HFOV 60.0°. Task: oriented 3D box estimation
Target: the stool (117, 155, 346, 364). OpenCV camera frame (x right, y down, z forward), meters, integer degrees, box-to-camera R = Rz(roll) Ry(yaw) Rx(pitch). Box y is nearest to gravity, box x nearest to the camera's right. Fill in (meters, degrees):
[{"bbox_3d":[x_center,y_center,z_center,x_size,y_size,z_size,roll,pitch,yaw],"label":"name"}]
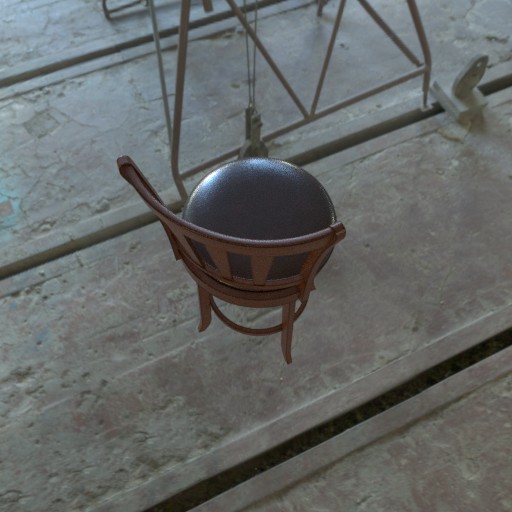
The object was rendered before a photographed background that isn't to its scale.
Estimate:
[{"bbox_3d":[0.000,0.000,1.417,0.464,1.177,0.503,18,66,9],"label":"stool"}]
